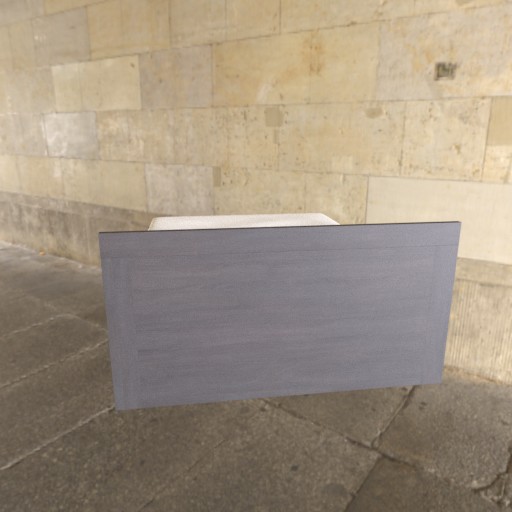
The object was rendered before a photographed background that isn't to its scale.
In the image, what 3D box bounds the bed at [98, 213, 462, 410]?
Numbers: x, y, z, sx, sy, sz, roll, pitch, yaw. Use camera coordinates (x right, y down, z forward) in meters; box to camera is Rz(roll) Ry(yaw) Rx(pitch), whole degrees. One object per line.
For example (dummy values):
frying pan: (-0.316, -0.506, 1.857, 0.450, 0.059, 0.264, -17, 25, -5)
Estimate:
bed: (0.000, 0.000, 2.988, 1.585, 0.823, 2.073, -2, 16, -8)
